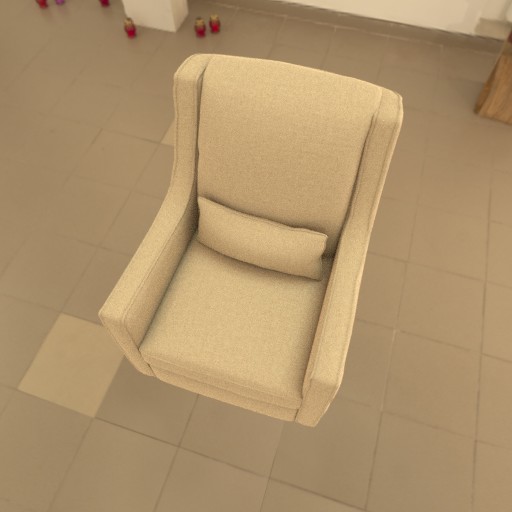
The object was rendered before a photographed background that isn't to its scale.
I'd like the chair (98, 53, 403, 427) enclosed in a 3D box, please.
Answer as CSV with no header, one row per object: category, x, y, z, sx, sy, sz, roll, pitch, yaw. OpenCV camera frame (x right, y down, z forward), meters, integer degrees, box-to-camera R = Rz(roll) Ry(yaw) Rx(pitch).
chair,0.000,0.000,1.558,0.732,0.993,0.879,15,60,9
